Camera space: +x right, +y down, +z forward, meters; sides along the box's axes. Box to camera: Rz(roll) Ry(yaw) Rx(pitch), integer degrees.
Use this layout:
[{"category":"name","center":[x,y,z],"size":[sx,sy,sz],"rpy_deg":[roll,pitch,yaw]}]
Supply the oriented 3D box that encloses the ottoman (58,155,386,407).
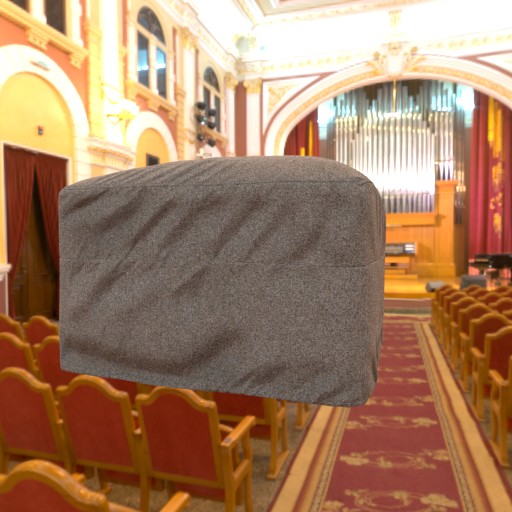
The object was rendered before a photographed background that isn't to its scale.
[{"category":"ottoman","center":[0.000,0.000,1.216],"size":[0.683,0.481,0.837],"rpy_deg":[1,2,18]}]
